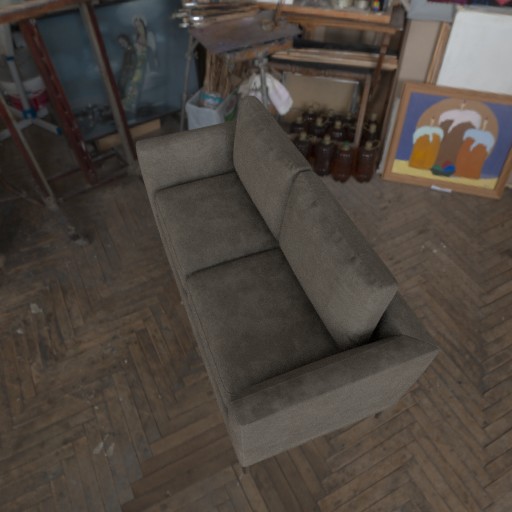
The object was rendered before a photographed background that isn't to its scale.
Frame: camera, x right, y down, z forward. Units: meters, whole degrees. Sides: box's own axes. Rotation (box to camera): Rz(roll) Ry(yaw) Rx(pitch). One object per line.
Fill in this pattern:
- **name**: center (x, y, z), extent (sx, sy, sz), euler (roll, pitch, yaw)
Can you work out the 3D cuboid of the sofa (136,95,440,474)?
- **sofa**: center (0.000, 0.000, 2.359), extent (0.855, 1.013, 1.832), euler (-16, 51, -14)
